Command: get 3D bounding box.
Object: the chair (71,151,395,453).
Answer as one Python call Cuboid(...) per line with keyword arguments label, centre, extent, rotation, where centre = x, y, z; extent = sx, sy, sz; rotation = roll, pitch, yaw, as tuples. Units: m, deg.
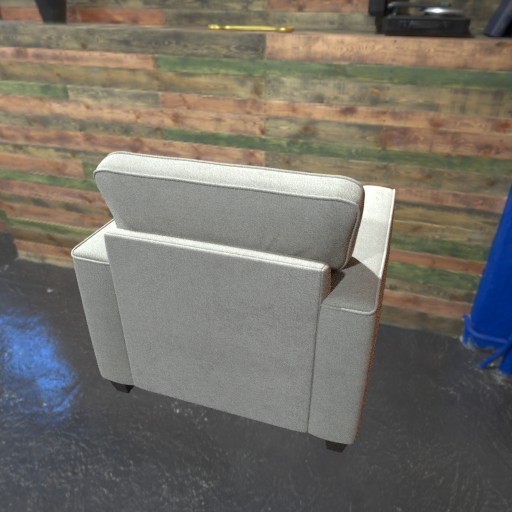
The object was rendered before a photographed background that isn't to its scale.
Cuboid(label="chair", centre=(0.000, 0.000, 1.777), extent=(1.015, 0.965, 0.939), rotation=(10, 32, 16))
